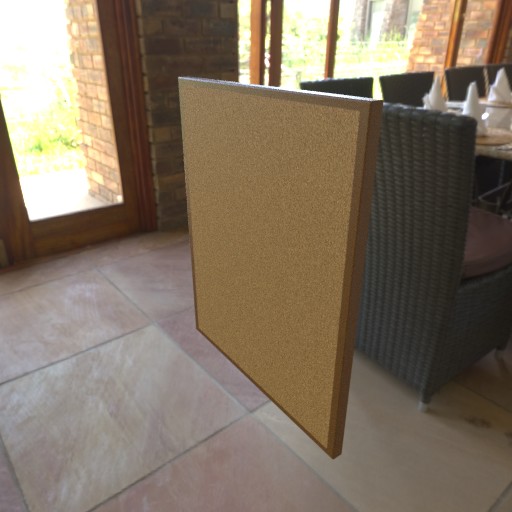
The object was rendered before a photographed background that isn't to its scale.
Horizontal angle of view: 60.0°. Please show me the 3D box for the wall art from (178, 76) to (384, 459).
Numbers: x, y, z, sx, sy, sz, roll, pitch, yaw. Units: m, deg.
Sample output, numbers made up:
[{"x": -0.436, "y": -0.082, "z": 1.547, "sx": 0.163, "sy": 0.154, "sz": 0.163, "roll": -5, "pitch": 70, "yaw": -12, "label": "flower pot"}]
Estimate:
[{"x": 0.000, "y": 0.000, "z": 0.763, "sx": 0.021, "sy": 0.550, "sz": 0.449, "roll": -18, "pitch": 31, "yaw": -32, "label": "wall art"}]
